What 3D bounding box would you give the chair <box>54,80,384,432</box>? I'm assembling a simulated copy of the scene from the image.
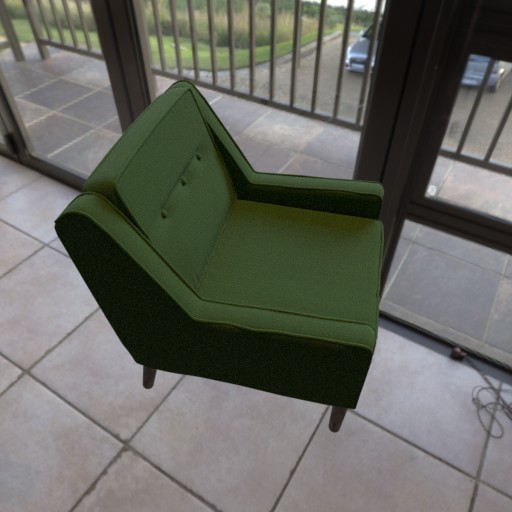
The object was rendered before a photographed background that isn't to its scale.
[{"bbox_3d":[0.000,0.000,1.325,0.743,0.792,0.663,10,46,9],"label":"chair"}]
